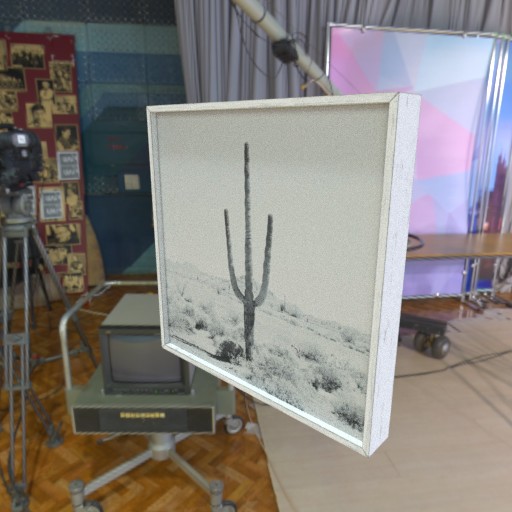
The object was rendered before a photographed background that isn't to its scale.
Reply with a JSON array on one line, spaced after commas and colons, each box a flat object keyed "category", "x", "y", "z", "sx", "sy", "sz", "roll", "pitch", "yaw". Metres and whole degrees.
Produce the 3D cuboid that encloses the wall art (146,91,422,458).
[{"category": "wall art", "x": 0.000, "y": 0.000, "z": 0.462, "sx": 0.305, "sy": 0.305, "sz": 0.038, "roll": 14, "pitch": 21, "yaw": 41}]
